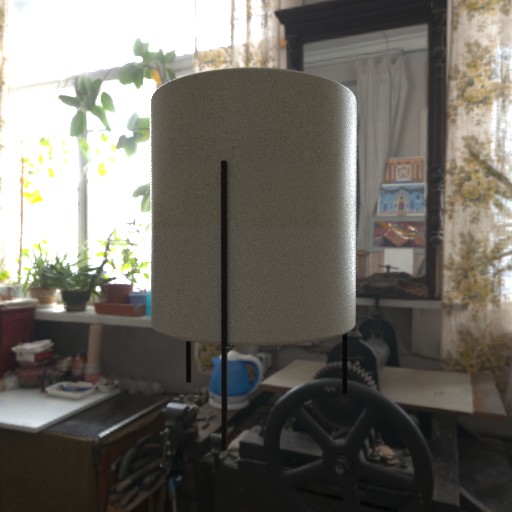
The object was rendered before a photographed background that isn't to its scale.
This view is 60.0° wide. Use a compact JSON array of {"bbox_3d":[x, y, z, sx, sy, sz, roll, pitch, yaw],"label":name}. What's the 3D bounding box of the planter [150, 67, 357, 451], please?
[{"bbox_3d":[0.000,0.000,0.720,0.333,0.483,0.324,0,2,-18],"label":"planter"}]
